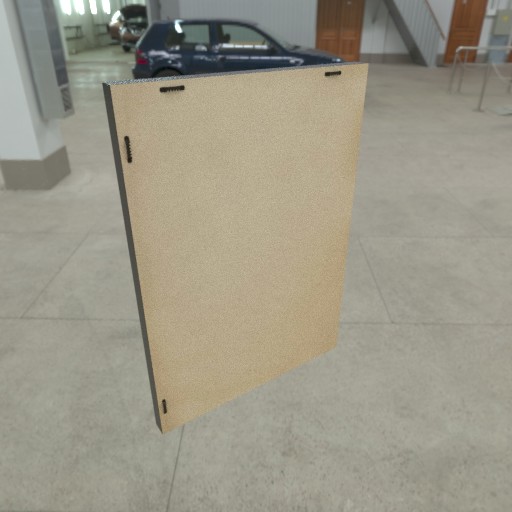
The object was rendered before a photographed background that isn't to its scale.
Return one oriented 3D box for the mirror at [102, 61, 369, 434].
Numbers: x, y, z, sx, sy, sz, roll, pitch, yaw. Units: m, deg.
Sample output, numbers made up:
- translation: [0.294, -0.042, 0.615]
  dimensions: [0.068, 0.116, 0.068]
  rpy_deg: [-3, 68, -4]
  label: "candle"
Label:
- translation: [0.000, 0.000, 0.918]
  dimensions: [0.507, 0.710, 0.040]
  rpy_deg: [-18, 34, -29]
  label: "mirror"
